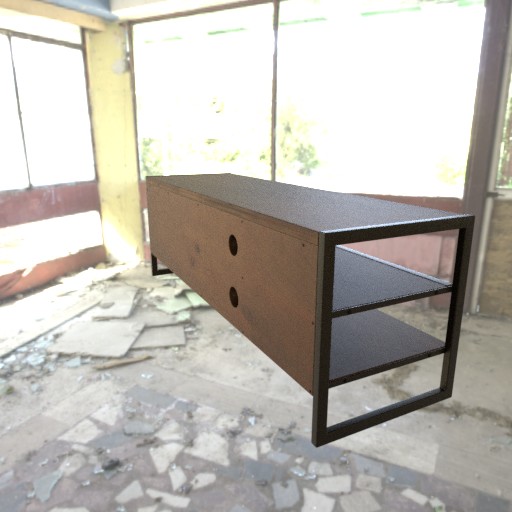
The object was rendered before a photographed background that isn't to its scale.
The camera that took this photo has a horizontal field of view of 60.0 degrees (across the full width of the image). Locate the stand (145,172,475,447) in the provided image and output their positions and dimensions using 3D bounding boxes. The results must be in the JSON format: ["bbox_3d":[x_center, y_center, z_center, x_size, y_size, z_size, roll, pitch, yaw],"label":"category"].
[{"bbox_3d":[0.000,0.000,1.689,0.454,0.506,1.480,-8,17,-26],"label":"stand"}]
